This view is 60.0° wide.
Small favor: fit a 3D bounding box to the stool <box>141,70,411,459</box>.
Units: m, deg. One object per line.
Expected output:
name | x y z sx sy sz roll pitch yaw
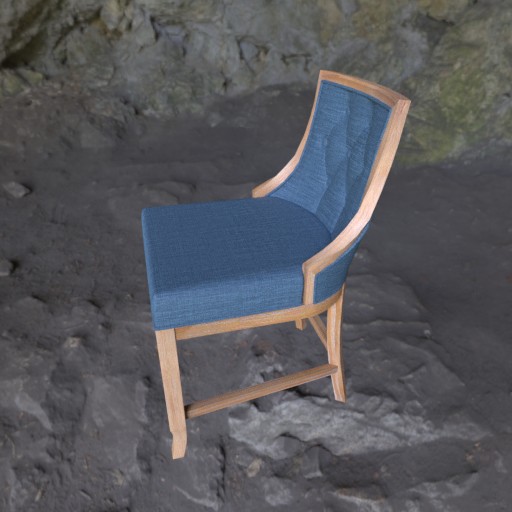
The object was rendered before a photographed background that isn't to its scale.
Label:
stool | 0.000 0.000 1.295 0.626 0.938 0.524 -8 32 -13
